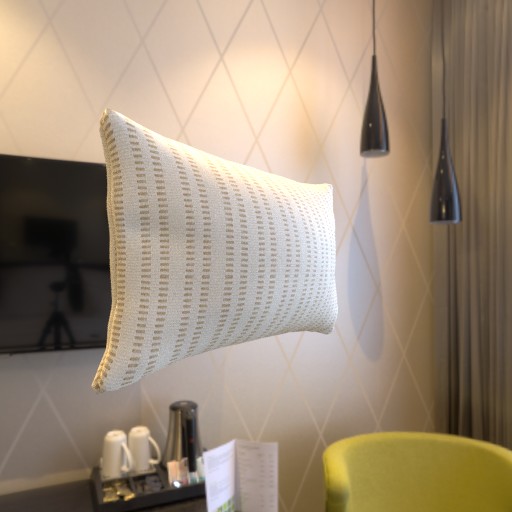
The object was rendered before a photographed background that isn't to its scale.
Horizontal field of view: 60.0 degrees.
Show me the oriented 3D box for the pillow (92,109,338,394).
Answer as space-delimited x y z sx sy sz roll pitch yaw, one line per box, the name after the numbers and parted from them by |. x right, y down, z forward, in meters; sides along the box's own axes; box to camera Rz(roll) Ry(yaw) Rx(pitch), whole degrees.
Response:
0.000 0.000 0.795 0.210 0.353 0.640 -1 -2 36 | pillow
